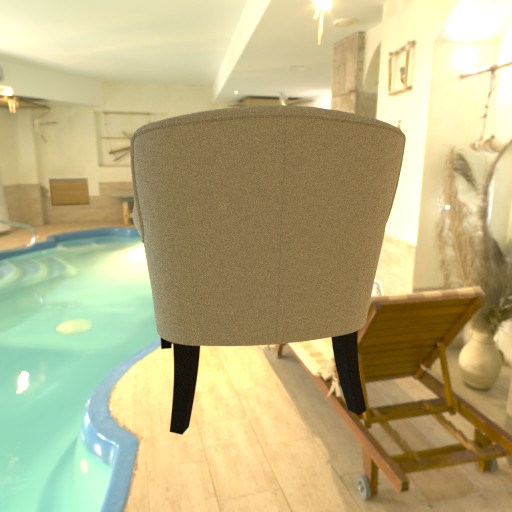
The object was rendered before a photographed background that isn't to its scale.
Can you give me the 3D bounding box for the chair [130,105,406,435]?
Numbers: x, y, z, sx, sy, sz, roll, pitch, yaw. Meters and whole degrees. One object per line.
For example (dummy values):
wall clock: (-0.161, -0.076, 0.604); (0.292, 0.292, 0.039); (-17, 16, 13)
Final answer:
chair: (0.000, 0.000, 1.464); (0.772, 0.880, 0.755); (-2, 13, -10)
